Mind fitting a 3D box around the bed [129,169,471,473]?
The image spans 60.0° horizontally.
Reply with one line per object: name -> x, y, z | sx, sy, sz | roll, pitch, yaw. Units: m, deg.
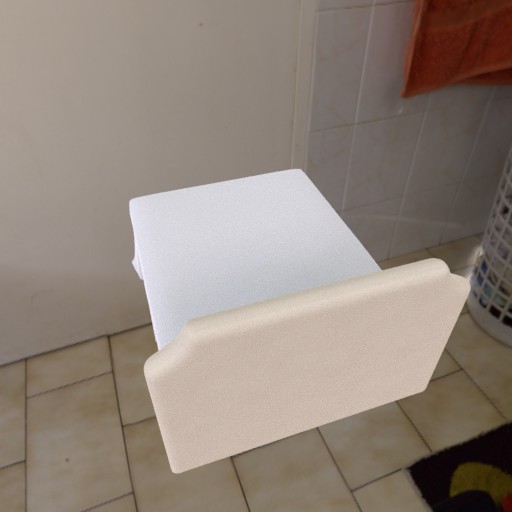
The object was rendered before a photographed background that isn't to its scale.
bed -> 0.000, 0.000, 3.300 | 1.827, 1.296, 2.209 | -13, 43, -14
